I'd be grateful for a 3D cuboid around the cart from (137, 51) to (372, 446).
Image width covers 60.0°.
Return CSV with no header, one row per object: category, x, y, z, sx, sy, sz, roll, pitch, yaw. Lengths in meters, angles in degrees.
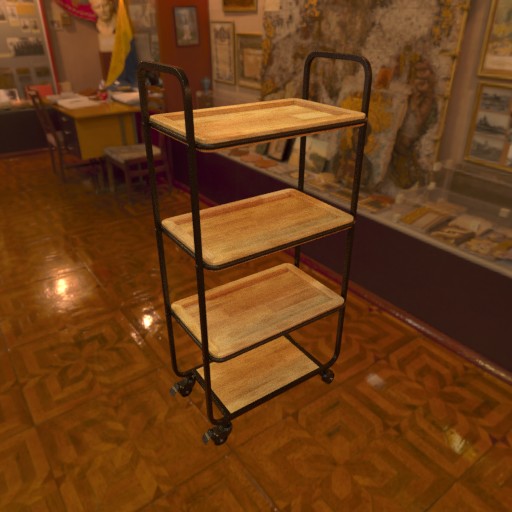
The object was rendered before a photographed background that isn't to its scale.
cart,0.000,0.000,1.319,0.545,1.080,0.321,-18,34,-30
